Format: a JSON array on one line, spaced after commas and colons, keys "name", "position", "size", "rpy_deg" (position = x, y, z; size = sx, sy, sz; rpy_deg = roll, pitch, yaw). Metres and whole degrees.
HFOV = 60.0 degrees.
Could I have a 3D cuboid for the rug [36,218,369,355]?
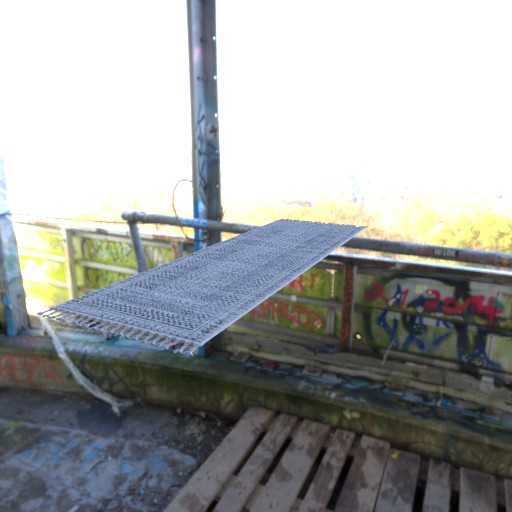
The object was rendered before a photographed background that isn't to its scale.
[{"name": "rug", "position": [0.000, 0.000, 2.707], "size": [0.786, 0.013, 2.480], "rpy_deg": [8, 17, 26]}]
